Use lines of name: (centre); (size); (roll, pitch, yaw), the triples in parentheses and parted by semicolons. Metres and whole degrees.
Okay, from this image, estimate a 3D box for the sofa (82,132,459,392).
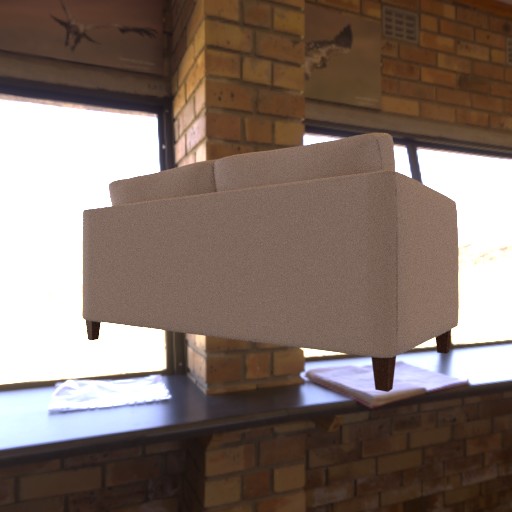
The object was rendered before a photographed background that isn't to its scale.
sofa: (0.000, 0.000, 2.203); (1.722, 0.888, 0.873); (-1, -1, 36)
